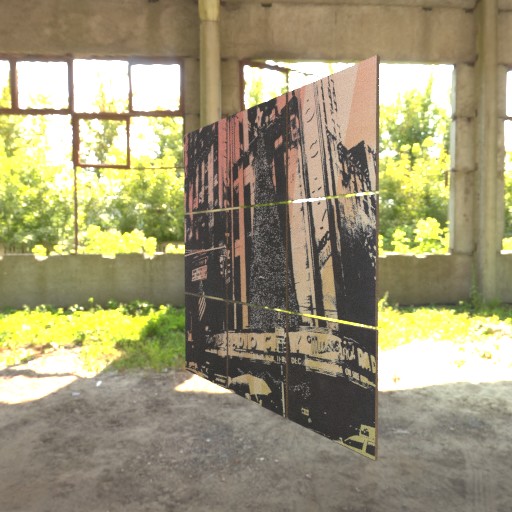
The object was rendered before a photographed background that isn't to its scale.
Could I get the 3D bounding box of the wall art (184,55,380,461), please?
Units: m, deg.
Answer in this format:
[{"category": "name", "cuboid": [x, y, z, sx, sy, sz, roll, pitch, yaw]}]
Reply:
[{"category": "wall art", "cuboid": [0.000, 0.000, 1.369, 0.010, 0.917, 0.919, -1, 2, -37]}]
